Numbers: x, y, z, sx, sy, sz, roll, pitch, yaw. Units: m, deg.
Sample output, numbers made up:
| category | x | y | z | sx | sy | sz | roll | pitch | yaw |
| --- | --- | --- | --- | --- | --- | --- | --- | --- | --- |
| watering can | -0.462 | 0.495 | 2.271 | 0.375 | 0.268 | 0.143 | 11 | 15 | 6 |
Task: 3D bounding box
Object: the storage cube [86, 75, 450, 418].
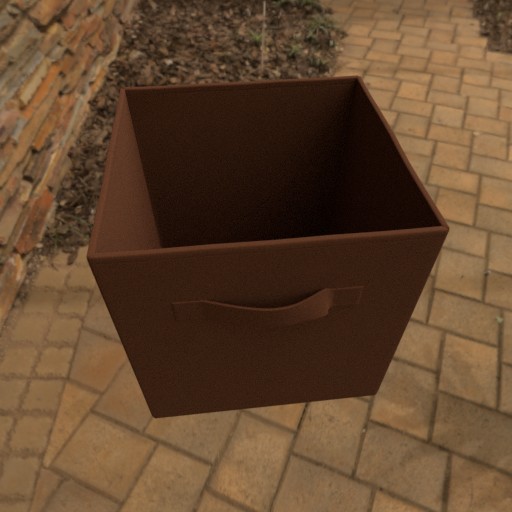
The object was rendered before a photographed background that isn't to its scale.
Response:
| category | x | y | z | sx | sy | sz | roll | pitch | yaw |
| --- | --- | --- | --- | --- | --- | --- | --- | --- | --- |
| storage cube | 0.000 | 0.000 | 0.500 | 0.270 | 0.280 | 0.270 | -5 | 47 | -4 |
